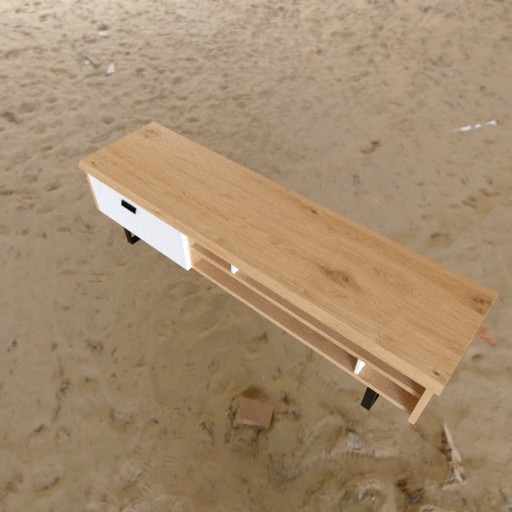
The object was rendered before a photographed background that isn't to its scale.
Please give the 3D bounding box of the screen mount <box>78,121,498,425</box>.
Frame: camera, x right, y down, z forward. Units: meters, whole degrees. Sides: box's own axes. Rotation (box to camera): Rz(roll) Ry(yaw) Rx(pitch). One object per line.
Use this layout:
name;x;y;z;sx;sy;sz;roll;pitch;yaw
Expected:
screen mount;0.000;0.000;1.866;1.700;0.430;0.450;31;54;26
